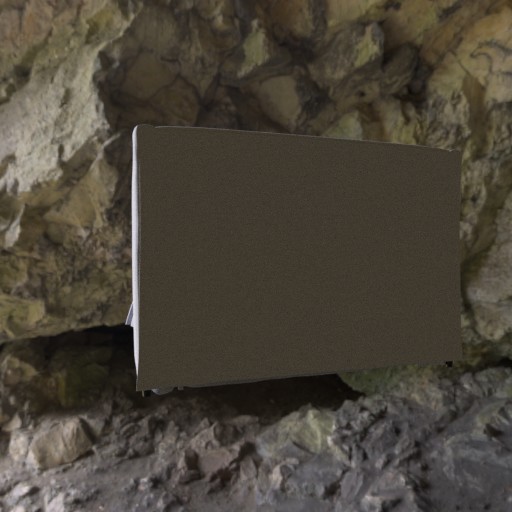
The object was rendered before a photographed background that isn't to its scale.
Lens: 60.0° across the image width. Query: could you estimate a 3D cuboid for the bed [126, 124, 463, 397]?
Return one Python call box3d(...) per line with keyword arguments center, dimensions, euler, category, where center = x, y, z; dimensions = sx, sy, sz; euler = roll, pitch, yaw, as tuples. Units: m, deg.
box3d(center=(0.000, 0.000, 3.455), dimensions=(1.925, 1.332, 2.276), euler=(0, 1, -17), category="bed")
